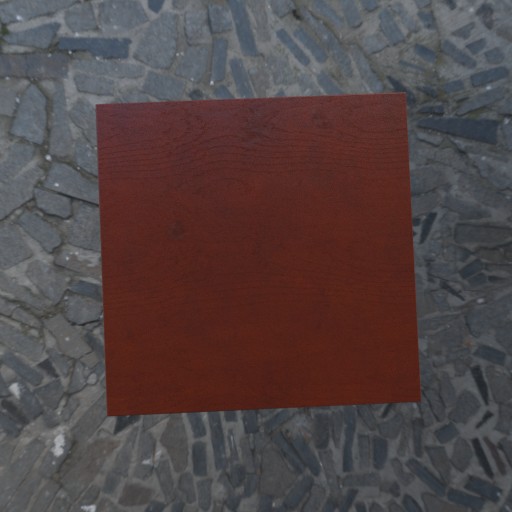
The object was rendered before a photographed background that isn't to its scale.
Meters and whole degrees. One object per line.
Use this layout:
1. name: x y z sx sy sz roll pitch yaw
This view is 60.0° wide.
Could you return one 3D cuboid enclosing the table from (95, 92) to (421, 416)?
1. table: 0.000 0.000 0.988 0.523 0.558 0.522 0 89 -1
